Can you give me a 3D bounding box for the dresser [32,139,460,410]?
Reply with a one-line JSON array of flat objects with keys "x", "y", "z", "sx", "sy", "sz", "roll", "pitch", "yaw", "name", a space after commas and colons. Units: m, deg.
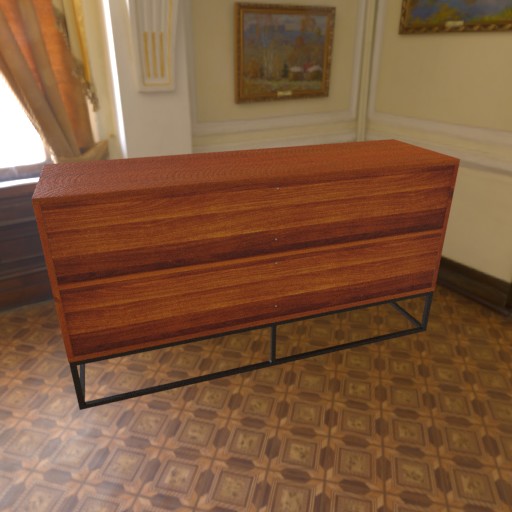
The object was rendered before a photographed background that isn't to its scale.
[{"x": 0.000, "y": 0.000, "z": 1.881, "sx": 1.536, "sy": 0.810, "sz": 0.464, "roll": -8, "pitch": 27, "yaw": -17, "name": "dresser"}]
